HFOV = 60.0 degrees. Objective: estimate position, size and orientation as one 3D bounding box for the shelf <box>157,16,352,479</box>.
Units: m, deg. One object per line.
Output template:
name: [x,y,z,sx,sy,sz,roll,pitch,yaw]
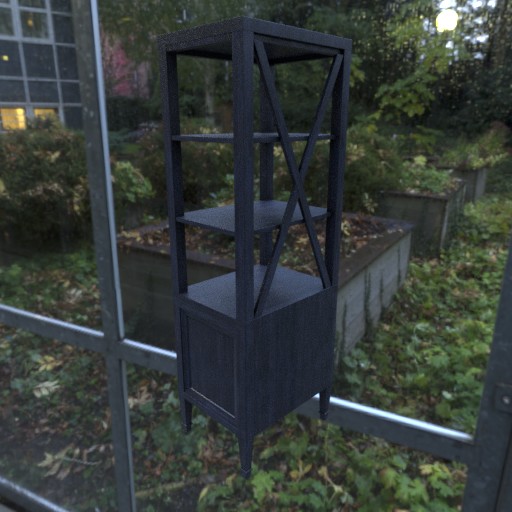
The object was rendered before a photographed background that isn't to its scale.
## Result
shelf: [0.000,0.000,1.932,0.584,1.727,0.472,-16,23,-42]
